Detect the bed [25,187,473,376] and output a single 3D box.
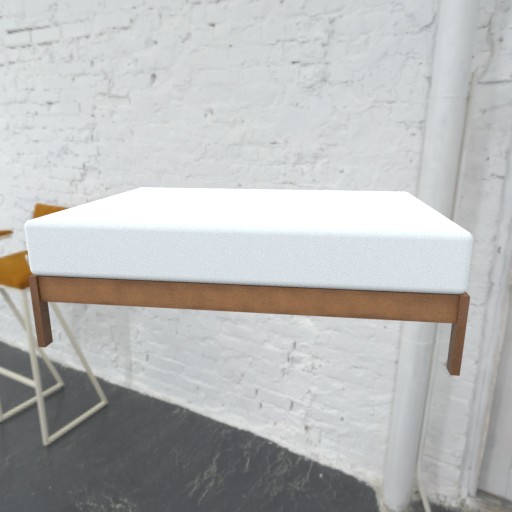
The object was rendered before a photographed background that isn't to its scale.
[{"bbox_3d":[0.000,0.000,2.567,1.927,0.616,1.348,2,15,8],"label":"bed"}]
